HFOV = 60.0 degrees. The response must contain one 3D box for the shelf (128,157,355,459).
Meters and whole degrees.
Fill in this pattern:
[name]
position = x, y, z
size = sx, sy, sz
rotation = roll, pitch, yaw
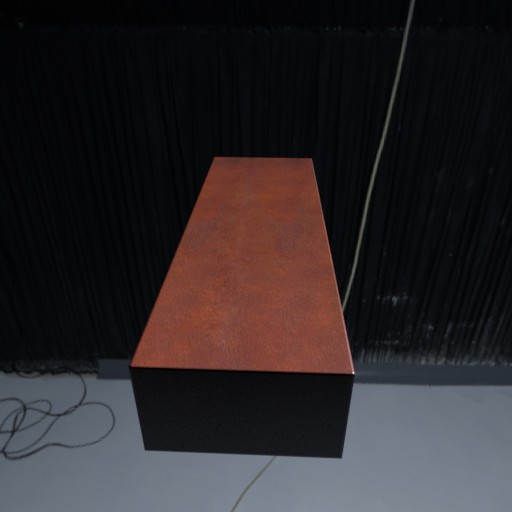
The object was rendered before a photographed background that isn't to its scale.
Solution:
[shelf]
position = 0.000, 0.000, 0.517
size = 0.152, 0.088, 0.457
rotation = 1, 30, 2
